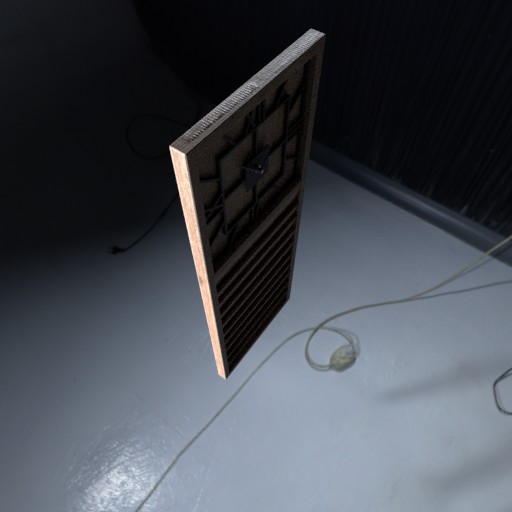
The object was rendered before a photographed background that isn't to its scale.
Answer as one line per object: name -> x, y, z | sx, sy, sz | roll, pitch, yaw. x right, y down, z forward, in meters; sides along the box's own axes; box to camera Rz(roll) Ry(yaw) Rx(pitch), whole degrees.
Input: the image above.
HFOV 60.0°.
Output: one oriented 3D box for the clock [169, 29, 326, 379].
clock -> 0.000, 0.000, 1.084 | 0.030, 0.965, 0.361 | 32, 62, 19
